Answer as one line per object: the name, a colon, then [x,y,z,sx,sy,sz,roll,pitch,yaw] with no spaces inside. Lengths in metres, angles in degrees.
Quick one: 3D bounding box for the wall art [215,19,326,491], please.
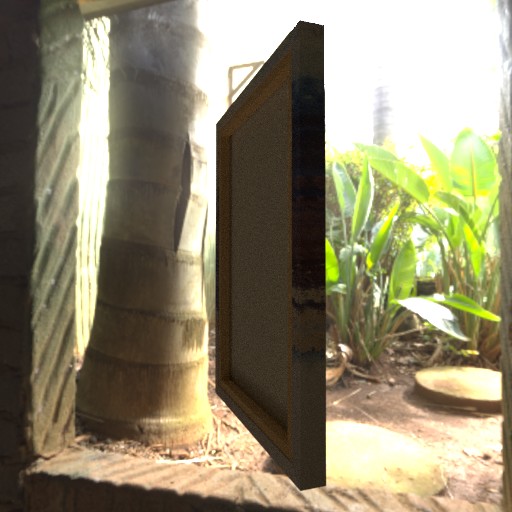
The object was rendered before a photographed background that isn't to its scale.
wall art: [0.000,0.000,0.757,0.036,0.581,0.437,0,-1,-19]
